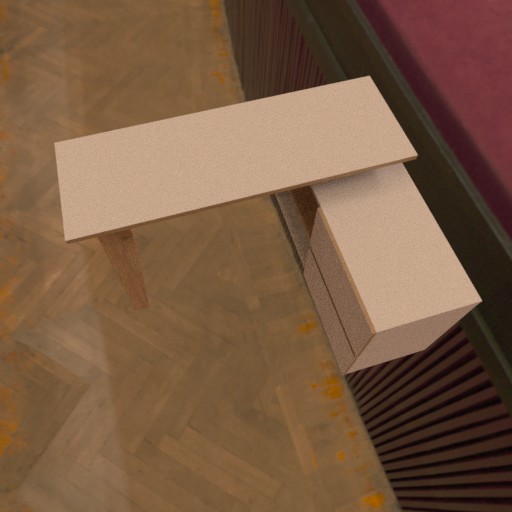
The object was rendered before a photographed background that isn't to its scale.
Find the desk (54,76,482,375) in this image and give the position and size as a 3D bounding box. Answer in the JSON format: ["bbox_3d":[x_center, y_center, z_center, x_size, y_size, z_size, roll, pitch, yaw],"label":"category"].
[{"bbox_3d":[0.000,0.000,2.000,1.404,0.755,1.098,-15,63,-8],"label":"desk"}]
